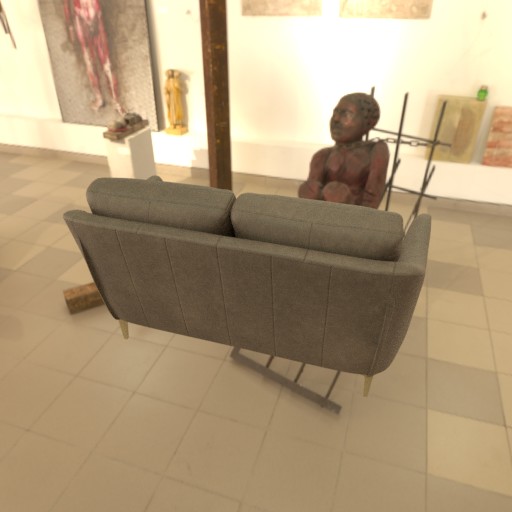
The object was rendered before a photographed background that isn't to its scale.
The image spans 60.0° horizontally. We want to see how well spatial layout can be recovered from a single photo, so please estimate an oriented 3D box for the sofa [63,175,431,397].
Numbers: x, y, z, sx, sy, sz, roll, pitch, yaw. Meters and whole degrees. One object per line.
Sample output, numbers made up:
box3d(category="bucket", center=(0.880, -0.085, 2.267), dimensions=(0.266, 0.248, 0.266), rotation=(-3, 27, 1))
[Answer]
box3d(category="sofa", center=(0.000, 0.000, 2.201), dimensions=(1.619, 0.902, 0.960), rotation=(10, 34, 15))
